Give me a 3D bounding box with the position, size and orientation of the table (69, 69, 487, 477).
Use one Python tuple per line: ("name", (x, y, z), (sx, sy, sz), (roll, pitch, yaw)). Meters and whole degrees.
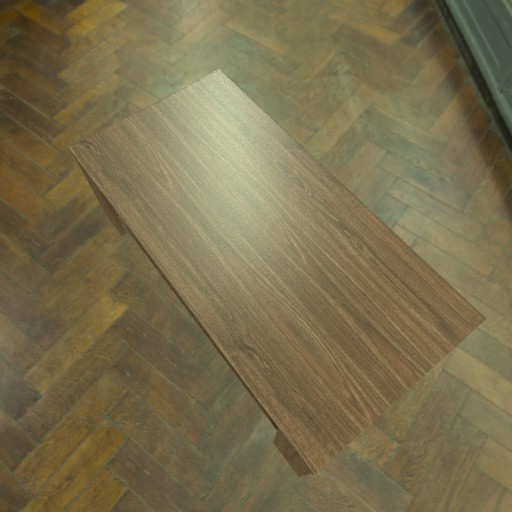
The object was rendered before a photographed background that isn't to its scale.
("table", (0.000, 0.000, 1.474), (0.600, 0.400, 1.200), (-35, 68, -17))
